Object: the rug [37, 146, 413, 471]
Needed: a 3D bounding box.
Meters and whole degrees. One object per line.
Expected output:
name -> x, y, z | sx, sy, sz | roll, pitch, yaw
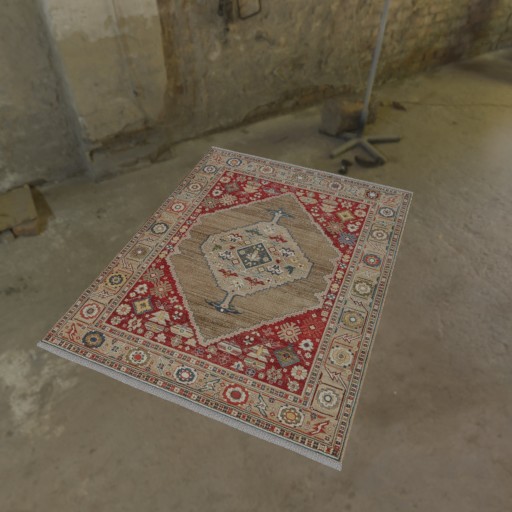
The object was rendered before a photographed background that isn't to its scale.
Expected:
rug -> 0.000, 0.000, 4.160 | 2.451, 0.008, 3.143 | 16, 48, 15
